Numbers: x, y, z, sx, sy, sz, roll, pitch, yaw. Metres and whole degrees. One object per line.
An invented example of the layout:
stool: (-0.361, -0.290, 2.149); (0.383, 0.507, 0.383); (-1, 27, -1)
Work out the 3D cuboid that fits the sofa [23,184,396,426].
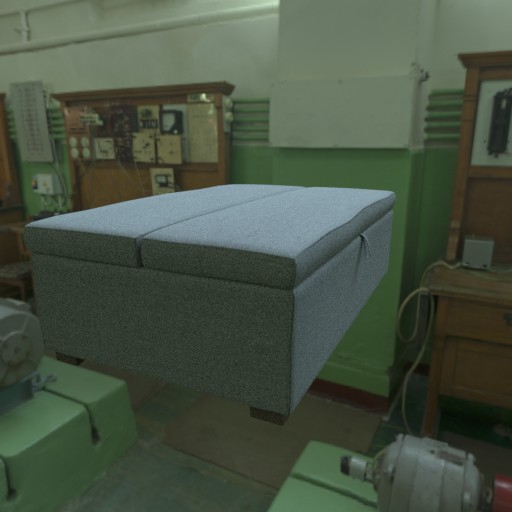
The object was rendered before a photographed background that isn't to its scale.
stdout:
sofa: (0.000, 0.000, 1.603); (0.817, 0.434, 1.250); (7, 16, 25)
